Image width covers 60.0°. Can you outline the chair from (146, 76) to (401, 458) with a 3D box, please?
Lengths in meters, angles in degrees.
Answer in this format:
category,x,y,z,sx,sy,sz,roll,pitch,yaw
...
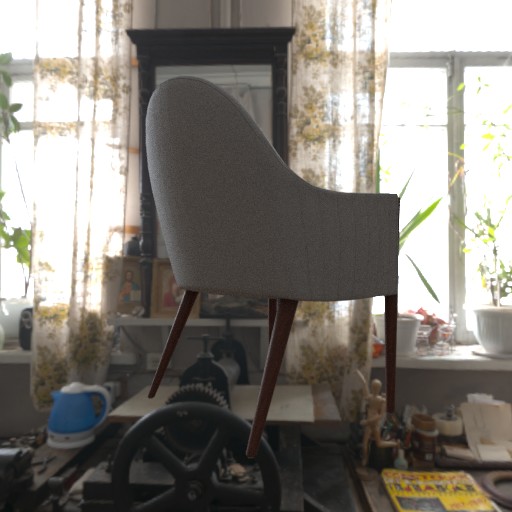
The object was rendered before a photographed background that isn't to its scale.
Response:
category,x,y,z,sx,sy,sz,roll,pitch,yaw
chair,0.000,0.000,1.314,0.620,0.889,0.610,1,-2,-36
